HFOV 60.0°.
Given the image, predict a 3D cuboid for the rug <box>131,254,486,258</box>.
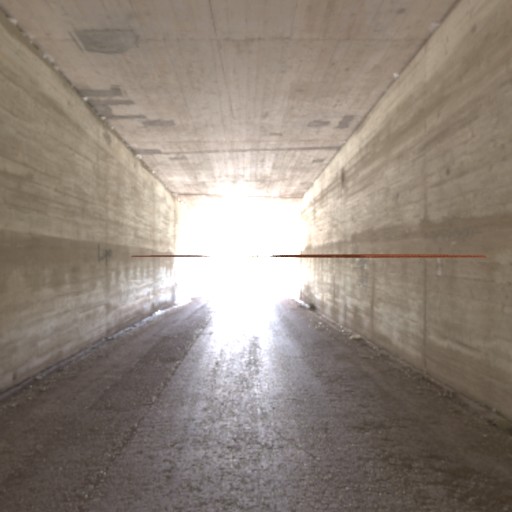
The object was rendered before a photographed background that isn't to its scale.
[{"bbox_3d":[0.000,0.000,2.681,0.914,0.013,2.471,0,0,-37],"label":"rug"}]
